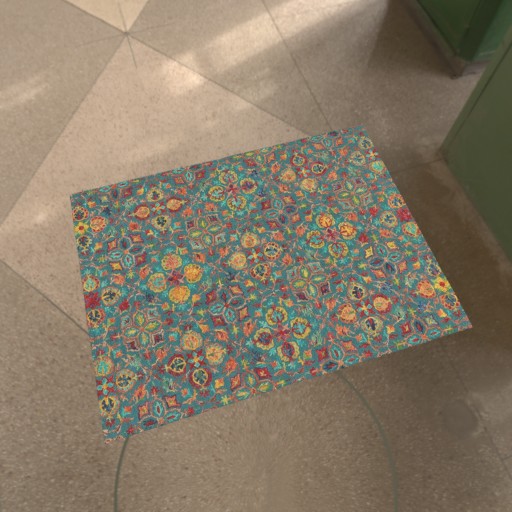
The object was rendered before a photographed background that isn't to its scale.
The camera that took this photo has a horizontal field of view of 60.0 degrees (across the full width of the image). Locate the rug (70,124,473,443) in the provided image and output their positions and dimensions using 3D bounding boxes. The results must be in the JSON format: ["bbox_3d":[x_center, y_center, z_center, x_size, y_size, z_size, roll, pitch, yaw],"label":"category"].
[{"bbox_3d":[0.000,0.000,4.168,3.204,0.025,2.434,-15,64,-8],"label":"rug"}]
